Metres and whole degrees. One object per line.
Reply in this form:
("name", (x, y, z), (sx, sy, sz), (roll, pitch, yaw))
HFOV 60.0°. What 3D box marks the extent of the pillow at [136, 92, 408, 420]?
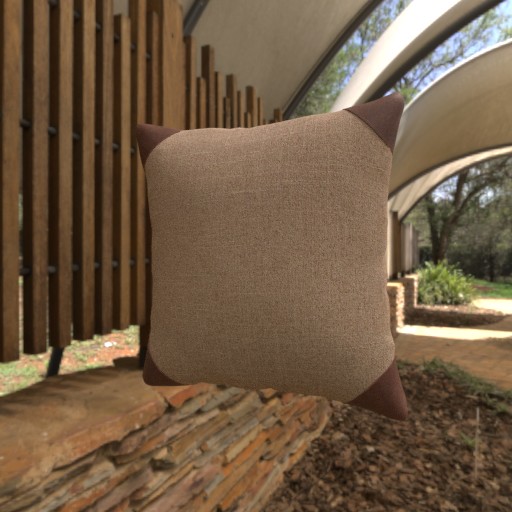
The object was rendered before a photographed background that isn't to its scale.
("pillow", (0.000, 0.000, 0.674), (0.437, 0.448, 0.147), (0, 0, 19))
